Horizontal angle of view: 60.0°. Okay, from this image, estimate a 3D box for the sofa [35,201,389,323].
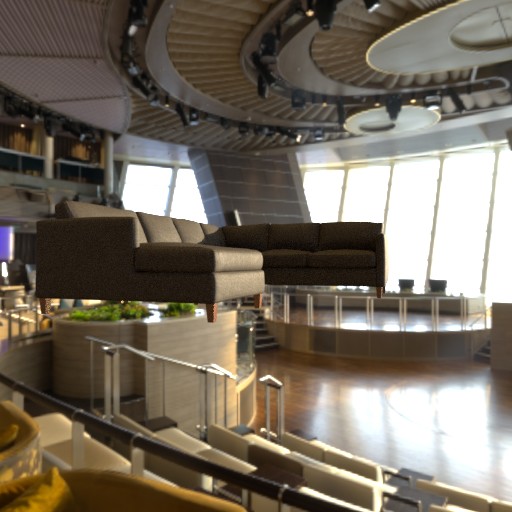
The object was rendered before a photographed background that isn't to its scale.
[{"bbox_3d":[0.000,0.000,4.721,2.594,0.961,3.460,0,-1,19],"label":"sofa"}]
